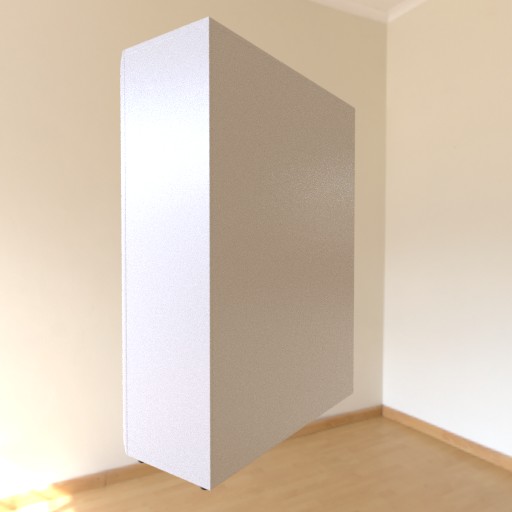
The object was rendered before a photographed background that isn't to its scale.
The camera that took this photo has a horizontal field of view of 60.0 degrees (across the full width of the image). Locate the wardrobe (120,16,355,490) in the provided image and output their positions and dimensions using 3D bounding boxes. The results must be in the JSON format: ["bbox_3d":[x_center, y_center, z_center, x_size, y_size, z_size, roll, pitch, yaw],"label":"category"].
[{"bbox_3d":[0.000,0.000,1.571,0.360,1.200,0.900,1,2,35],"label":"wardrobe"}]
